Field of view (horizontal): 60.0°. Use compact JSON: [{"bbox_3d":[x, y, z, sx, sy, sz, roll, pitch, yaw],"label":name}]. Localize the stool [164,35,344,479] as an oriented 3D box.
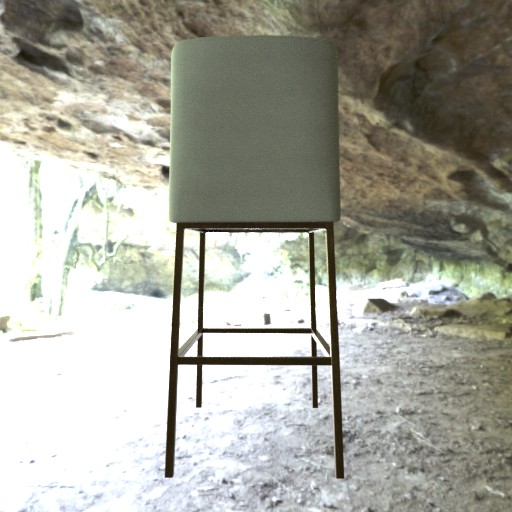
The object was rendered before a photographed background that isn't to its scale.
[{"bbox_3d":[0.000,0.000,1.342,0.462,1.084,0.546,0,0,1],"label":"stool"}]
